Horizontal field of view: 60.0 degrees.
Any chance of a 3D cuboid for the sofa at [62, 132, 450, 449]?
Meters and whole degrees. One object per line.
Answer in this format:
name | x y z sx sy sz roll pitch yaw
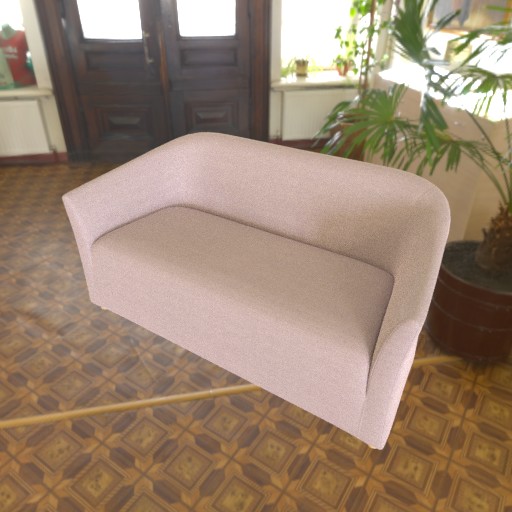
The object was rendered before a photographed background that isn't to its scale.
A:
sofa | 0.000 0.000 1.817 1.452 0.721 0.705 19 37 28
